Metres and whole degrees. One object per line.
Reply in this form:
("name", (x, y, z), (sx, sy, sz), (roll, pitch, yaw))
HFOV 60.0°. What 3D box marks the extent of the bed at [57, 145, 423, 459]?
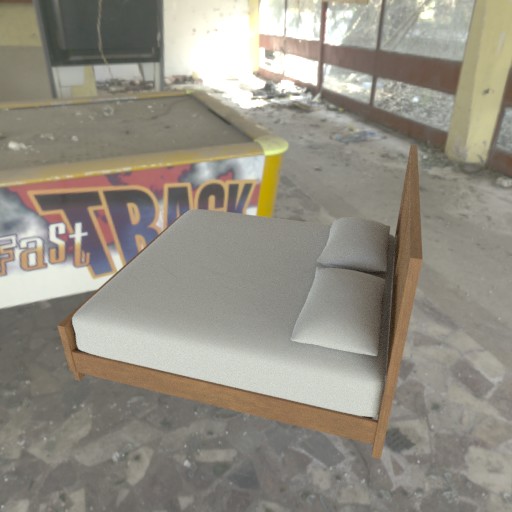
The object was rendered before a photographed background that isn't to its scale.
("bed", (0.000, 0.000, 3.454), (2.184, 1.387, 2.003), (8, 30, 15))
